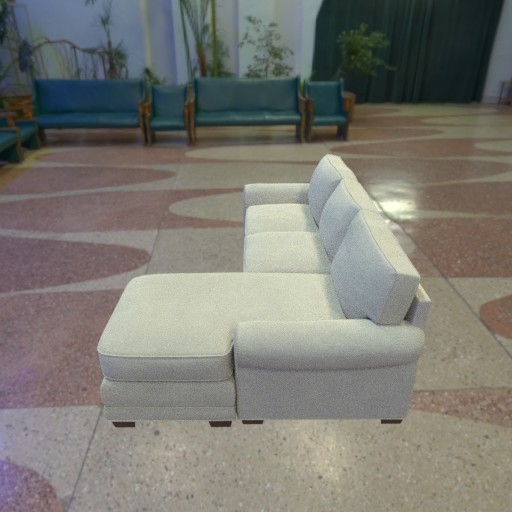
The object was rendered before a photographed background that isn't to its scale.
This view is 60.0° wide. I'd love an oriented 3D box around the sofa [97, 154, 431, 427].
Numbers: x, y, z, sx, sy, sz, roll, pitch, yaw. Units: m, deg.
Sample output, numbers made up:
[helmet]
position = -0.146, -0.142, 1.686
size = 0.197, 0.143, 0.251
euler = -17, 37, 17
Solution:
[sofa]
position = 0.000, 0.000, 2.369
size = 1.226, 0.734, 1.770
euler = 0, 27, 0
